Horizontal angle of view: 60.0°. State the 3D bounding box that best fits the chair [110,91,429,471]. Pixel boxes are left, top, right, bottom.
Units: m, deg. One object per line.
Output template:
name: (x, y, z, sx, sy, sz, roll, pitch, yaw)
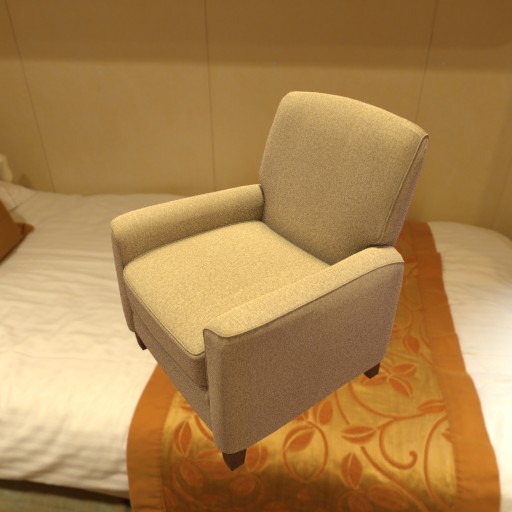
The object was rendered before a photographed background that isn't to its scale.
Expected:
chair: (0.000, 0.000, 1.622, 0.864, 1.014, 0.848, -21, 37, -30)
